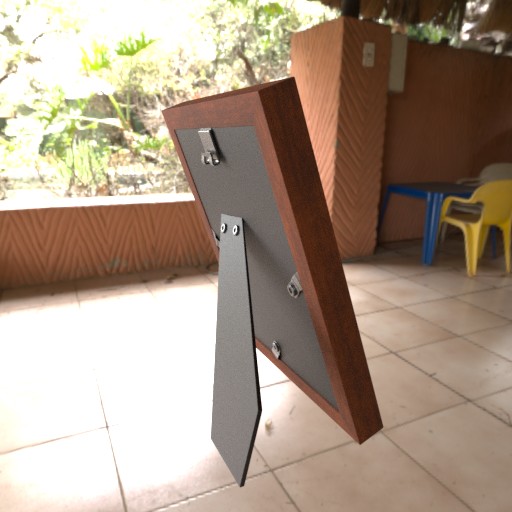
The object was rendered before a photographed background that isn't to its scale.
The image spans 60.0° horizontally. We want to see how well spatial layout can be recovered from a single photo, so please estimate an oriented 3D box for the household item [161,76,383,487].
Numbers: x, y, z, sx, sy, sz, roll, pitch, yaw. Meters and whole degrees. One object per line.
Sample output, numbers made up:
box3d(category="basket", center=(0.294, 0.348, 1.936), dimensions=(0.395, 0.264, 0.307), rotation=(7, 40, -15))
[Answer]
box3d(category="household item", center=(0.000, 0.000, 0.296), dimensions=(0.096, 0.204, 0.160), rotation=(-7, 17, -25))
